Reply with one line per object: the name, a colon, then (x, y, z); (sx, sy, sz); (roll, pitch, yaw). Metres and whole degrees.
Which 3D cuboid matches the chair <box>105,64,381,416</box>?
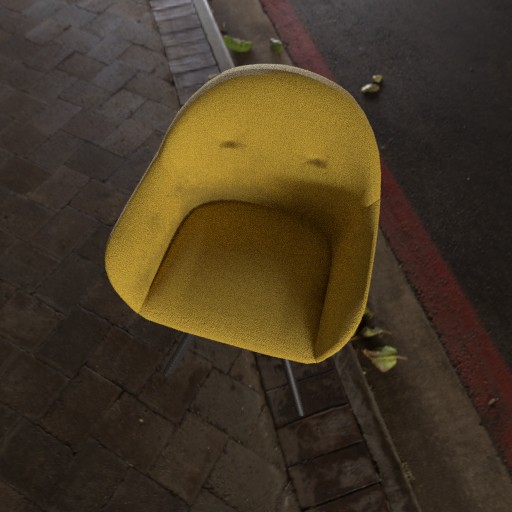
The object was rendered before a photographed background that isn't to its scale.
chair: (0.000, 0.000, 1.173); (0.545, 0.775, 0.565); (14, 60, 8)
